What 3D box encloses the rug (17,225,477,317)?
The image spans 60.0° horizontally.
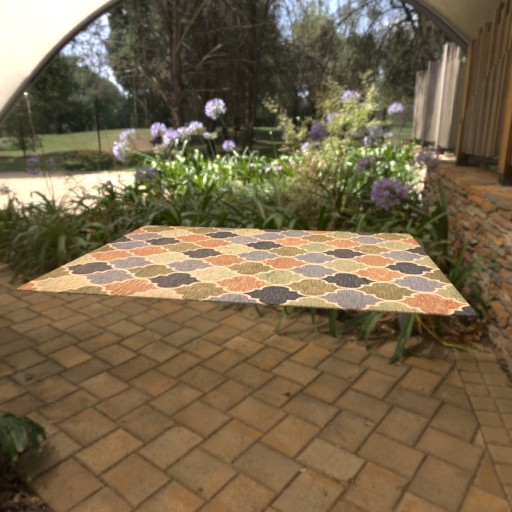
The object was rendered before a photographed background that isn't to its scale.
[{"bbox_3d":[0.000,0.000,4.176,3.200,0.013,2.439,2,15,9],"label":"rug"}]
